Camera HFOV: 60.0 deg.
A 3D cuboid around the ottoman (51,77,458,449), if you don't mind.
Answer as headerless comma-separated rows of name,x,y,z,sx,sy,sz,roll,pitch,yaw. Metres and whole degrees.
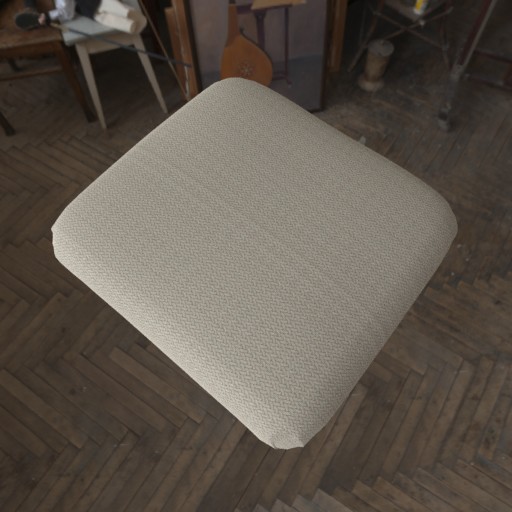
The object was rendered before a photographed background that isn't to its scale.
ottoman,0.000,0.000,1.047,0.684,0.447,0.622,36,69,16
